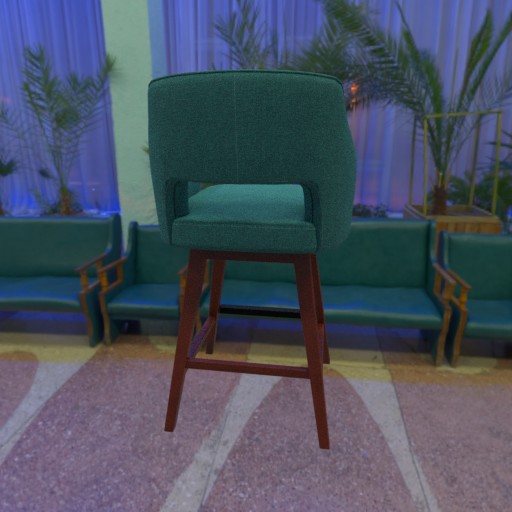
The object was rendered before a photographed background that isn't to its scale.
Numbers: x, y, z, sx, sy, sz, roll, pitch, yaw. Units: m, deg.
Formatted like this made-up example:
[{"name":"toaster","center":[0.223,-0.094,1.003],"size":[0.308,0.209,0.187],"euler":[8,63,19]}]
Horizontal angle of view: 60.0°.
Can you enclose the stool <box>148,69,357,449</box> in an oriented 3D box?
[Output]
[{"name":"stool","center":[0.000,0.000,1.301],"size":[0.548,0.961,0.556],"euler":[3,17,9]}]
